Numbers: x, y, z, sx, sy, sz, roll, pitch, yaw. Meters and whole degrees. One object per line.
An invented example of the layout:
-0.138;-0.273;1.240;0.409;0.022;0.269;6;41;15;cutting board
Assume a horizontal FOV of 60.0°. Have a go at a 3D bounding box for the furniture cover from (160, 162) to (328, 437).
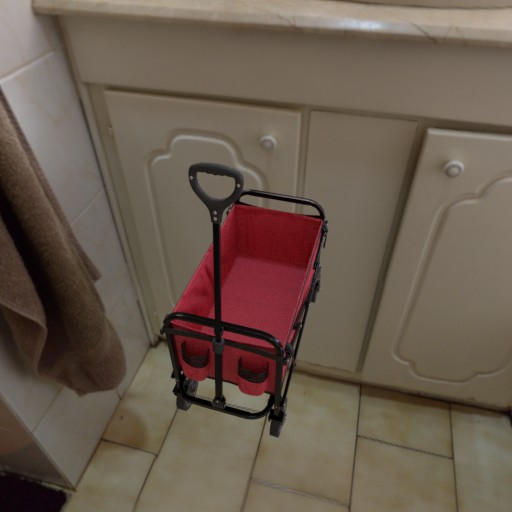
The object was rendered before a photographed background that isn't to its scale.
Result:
0.000;0.000;1.858;0.532;1.295;1.038;11;43;12;furniture cover
